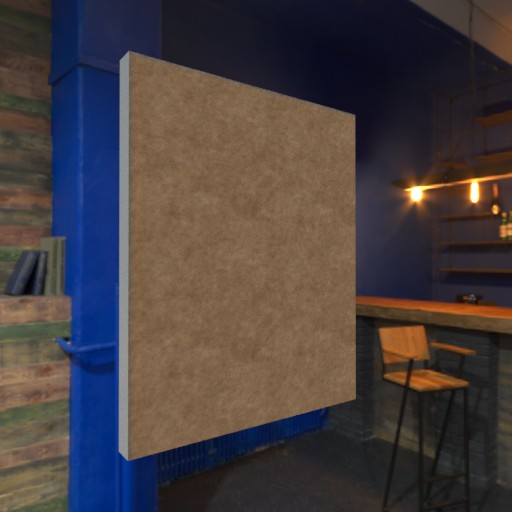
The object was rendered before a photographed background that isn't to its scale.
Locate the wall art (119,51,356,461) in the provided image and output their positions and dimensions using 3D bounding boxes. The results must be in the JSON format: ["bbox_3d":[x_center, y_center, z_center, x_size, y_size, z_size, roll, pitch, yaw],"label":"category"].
[{"bbox_3d":[0.000,0.000,0.747,0.453,0.554,0.037,0,-1,-36],"label":"wall art"}]
